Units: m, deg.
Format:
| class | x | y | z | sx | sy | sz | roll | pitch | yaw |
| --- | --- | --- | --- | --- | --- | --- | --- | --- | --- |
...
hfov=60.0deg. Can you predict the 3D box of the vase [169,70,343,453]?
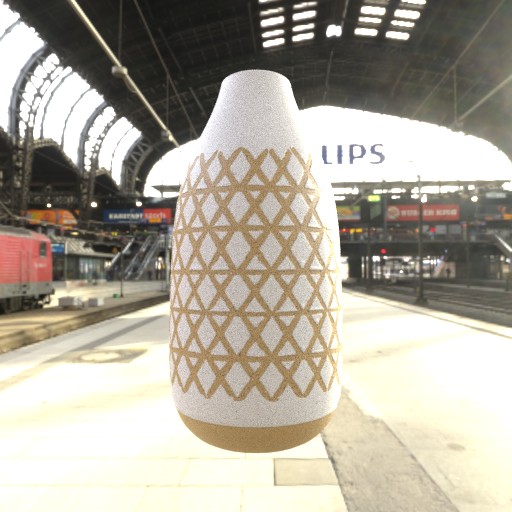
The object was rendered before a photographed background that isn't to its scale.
| class | x | y | z | sx | sy | sz | roll | pitch | yaw |
| --- | --- | --- | --- | --- | --- | --- | --- | --- | --- |
| vase | 0.000 | 0.000 | 0.485 | 0.186 | 0.380 | 0.186 | 0 | -2 | 0 |
